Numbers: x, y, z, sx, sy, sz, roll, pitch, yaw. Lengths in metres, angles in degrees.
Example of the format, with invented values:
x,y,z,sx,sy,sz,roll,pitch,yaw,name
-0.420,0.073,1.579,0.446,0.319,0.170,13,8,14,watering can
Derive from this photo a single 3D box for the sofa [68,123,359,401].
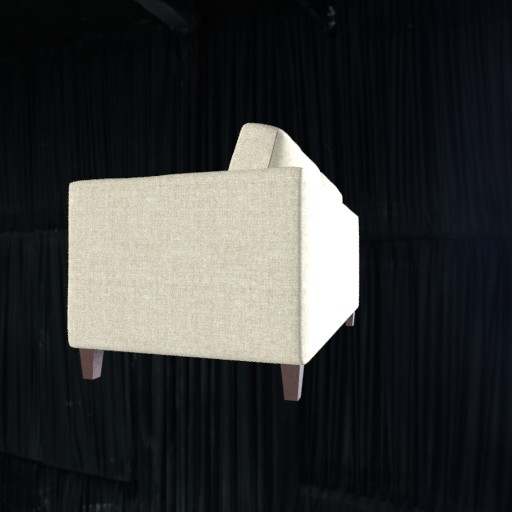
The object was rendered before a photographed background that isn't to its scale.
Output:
x,y,z,sx,sy,sz,roll,pitch,yaw,name
0.000,0.000,2.423,0.950,0.963,1.884,0,0,18,sofa
